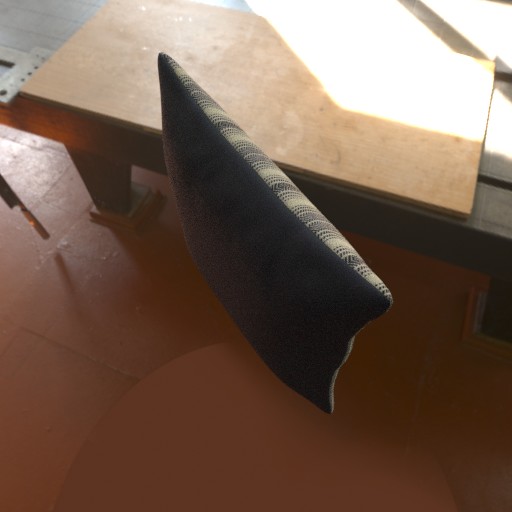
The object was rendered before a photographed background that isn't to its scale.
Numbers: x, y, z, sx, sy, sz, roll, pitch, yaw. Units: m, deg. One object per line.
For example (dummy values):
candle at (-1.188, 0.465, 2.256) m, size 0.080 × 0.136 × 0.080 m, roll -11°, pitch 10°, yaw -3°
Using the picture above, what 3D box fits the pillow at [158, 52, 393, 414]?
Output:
pillow at (0.000, 0.000, 0.783) m, size 0.166 × 0.508 × 0.520 m, roll -30°, pitch 62°, yaw -17°
